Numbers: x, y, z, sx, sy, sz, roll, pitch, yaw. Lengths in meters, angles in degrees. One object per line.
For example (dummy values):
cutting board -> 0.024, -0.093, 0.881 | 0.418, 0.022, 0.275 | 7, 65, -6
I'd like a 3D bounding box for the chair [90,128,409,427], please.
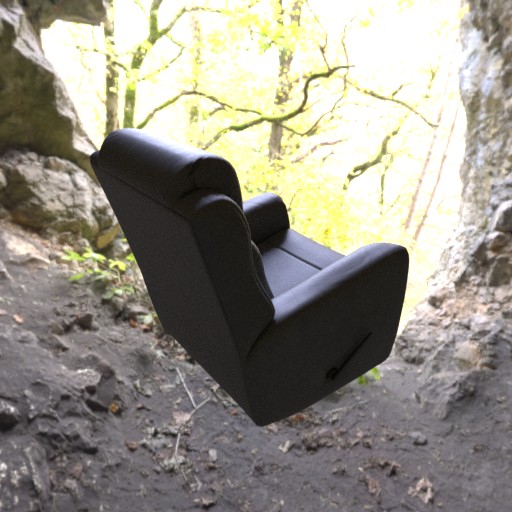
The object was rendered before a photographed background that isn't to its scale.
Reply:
chair -> 0.000, 0.000, 1.963 | 1.068, 1.116, 0.967 | -19, 32, -33
